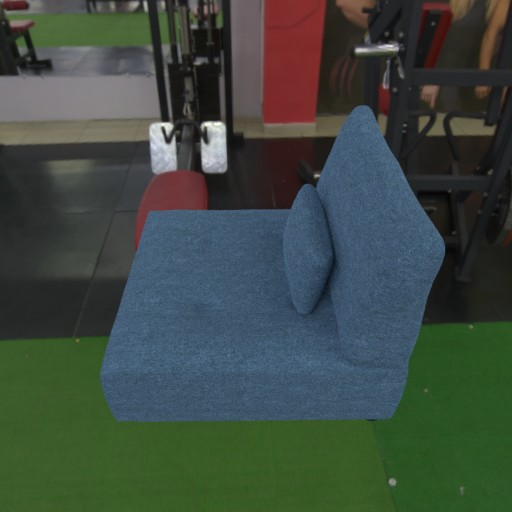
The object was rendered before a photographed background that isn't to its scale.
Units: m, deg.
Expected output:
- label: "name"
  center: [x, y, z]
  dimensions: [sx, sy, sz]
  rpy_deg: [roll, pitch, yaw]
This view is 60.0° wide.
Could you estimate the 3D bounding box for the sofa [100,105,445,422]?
- label: "sofa"
  center: [0.000, 0.000, 1.676]
  dimensions: [1.000, 0.820, 0.930]
  rpy_deg: [0, 40, 0]
